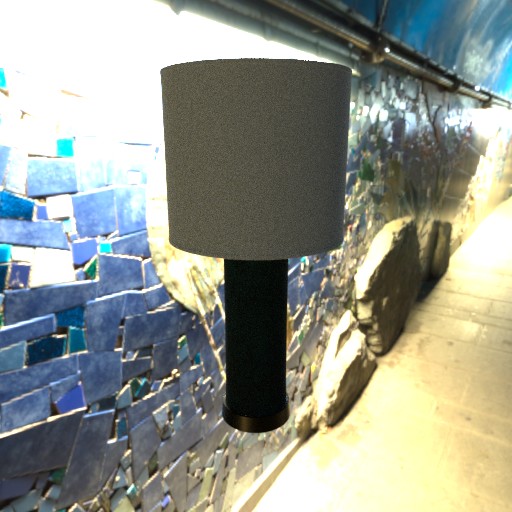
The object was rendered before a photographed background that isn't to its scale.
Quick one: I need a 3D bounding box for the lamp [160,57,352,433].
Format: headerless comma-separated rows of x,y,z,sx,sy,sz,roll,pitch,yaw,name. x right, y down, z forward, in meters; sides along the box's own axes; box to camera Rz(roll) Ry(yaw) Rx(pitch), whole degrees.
0.000,0.000,0.785,0.301,0.630,0.301,-14,21,-42,lamp
